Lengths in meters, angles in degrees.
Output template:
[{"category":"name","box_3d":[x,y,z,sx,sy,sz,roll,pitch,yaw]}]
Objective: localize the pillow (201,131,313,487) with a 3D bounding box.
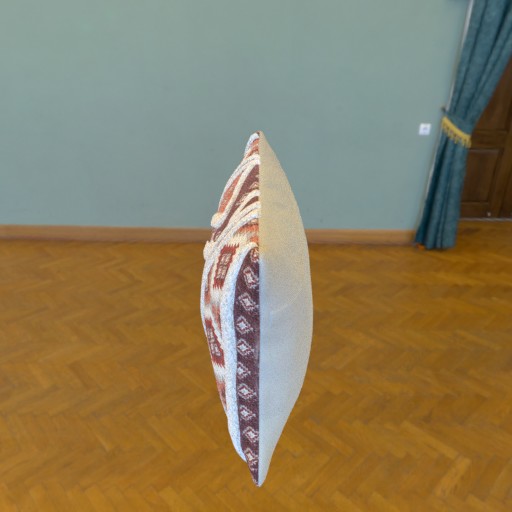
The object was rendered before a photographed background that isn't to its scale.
[{"category":"pillow","box_3d":[0.000,0.000,0.713,0.161,0.295,0.608,0,26,0]}]
